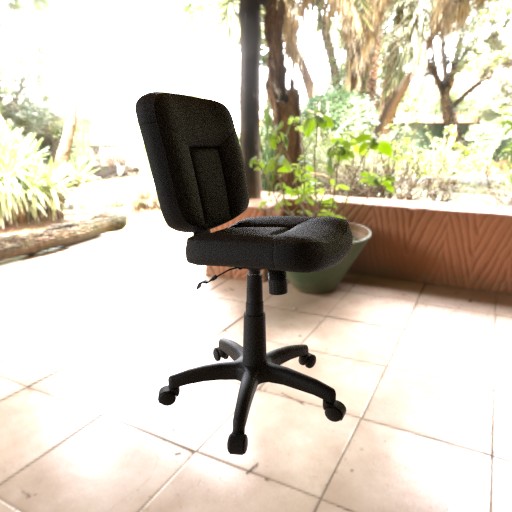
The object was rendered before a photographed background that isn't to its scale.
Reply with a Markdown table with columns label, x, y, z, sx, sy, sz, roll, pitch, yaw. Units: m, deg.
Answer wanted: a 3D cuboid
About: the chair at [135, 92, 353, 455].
| label | x | y | z | sx | sy | sz | roll | pitch | yaw |
| --- | --- | --- | --- | --- | --- | --- | --- | --- | --- |
| chair | 0.000 | 0.000 | 1.372 | 0.610 | 0.972 | 0.610 | 7 | 16 | 26 |
